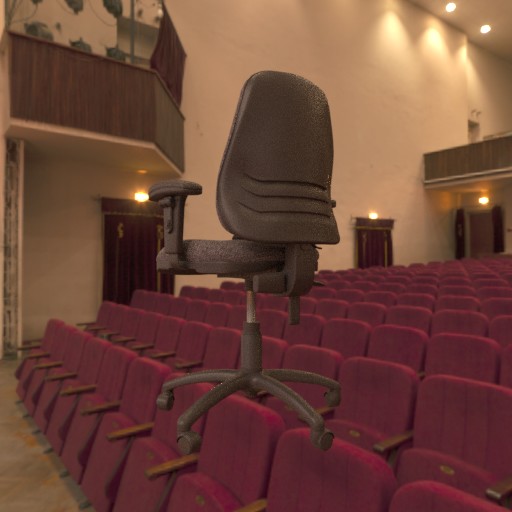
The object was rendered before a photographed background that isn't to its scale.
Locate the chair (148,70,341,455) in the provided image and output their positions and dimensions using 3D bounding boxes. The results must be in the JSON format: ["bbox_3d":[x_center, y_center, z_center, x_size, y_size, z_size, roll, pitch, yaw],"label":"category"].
[{"bbox_3d":[0.000,0.000,1.238,0.550,0.910,0.530,0,0,-36],"label":"chair"}]
